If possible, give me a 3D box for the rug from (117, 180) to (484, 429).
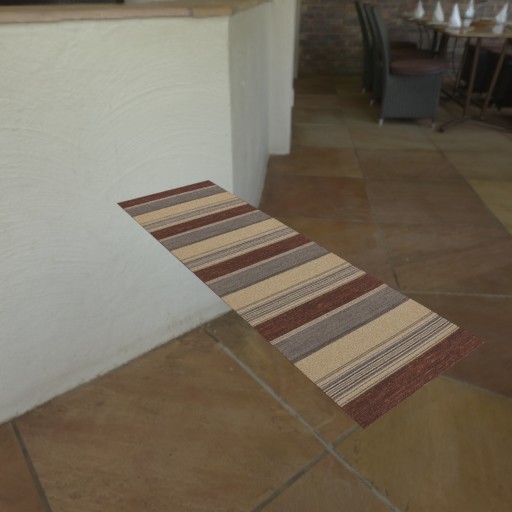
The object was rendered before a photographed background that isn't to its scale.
[{"bbox_3d":[0.000,0.000,2.653,0.792,0.006,2.437,-21,37,-30],"label":"rug"}]
